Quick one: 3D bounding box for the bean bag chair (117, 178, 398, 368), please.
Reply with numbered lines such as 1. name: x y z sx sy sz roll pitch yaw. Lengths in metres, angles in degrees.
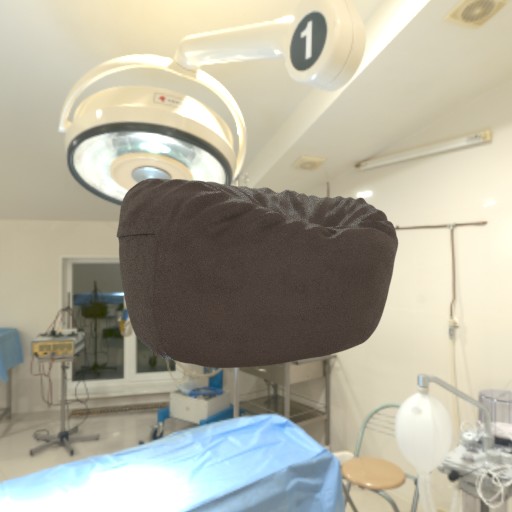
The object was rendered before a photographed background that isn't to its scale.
1. bean bag chair: 0.000 0.000 2.103 1.245 0.821 1.245 0 0 0
